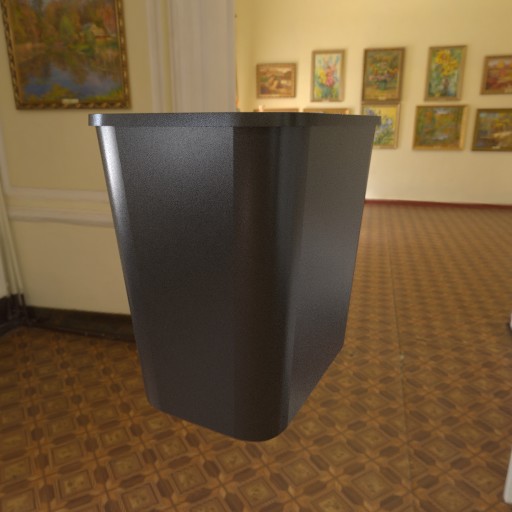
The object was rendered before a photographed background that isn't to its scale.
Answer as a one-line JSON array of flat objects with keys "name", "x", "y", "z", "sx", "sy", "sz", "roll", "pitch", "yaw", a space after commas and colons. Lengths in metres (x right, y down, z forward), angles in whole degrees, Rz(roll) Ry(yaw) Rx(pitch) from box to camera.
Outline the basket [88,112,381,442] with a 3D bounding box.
[{"name": "basket", "x": 0.000, "y": 0.000, "z": 0.507, "sx": 0.211, "sy": 0.307, "sz": 0.300, "roll": 9, "pitch": 19, "yaw": 26}]
